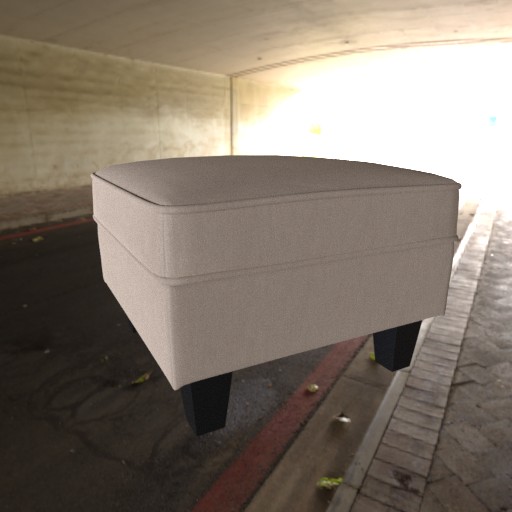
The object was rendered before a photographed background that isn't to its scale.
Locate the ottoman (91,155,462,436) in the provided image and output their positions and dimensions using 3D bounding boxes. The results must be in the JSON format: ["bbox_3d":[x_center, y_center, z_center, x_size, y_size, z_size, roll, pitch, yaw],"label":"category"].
[{"bbox_3d":[0.000,0.000,1.004,0.616,0.438,0.613,-8,18,-27],"label":"ottoman"}]
